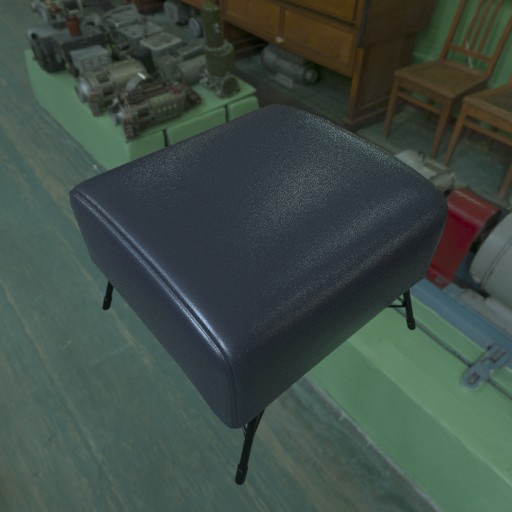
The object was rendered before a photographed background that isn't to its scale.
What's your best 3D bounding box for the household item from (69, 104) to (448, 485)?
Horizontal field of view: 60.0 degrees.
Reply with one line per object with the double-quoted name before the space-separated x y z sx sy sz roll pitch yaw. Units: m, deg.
"household item" 0.000 0.000 0.901 0.530 0.410 0.530 -31 53 -27
